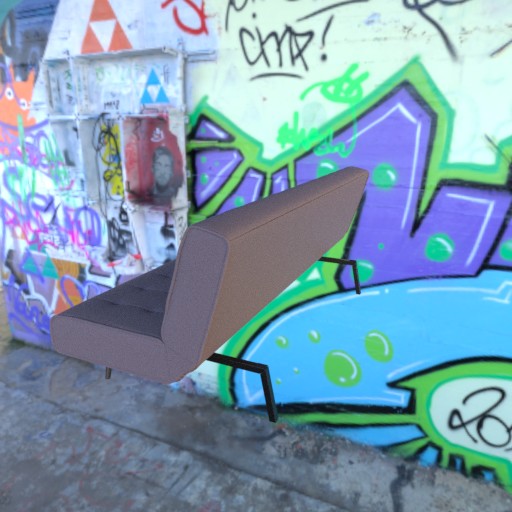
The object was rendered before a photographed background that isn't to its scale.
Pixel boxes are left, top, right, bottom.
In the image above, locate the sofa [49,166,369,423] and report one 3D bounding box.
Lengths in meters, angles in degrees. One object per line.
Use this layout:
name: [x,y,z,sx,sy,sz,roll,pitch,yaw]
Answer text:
sofa: [0.000,0.000,2.062,0.747,0.699,1.703,8,19,24]
